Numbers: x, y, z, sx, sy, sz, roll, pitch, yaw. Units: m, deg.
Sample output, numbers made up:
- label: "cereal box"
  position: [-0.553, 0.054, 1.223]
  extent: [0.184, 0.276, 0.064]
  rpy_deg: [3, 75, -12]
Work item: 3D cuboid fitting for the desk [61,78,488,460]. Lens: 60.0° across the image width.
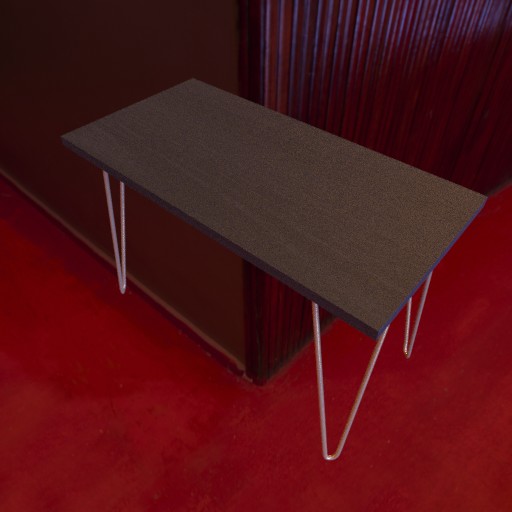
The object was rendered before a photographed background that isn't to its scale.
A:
- label: "desk"
  position: [0.000, 0.000, 1.357]
  extent: [0.991, 0.660, 0.499]
  rpy_deg: [31, 53, 28]
